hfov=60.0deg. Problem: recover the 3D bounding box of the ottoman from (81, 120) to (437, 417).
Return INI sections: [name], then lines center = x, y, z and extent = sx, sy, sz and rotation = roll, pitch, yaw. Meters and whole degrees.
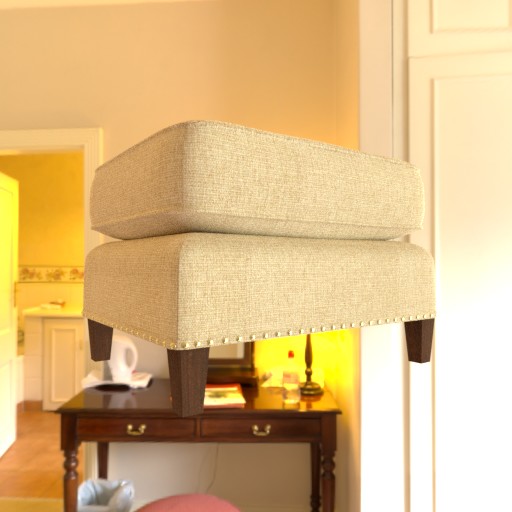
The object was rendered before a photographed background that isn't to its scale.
[ottoman]
center = 0.000, 0.000, 1.150
extent = 0.738, 0.537, 0.589
rotation = 1, -1, -36
